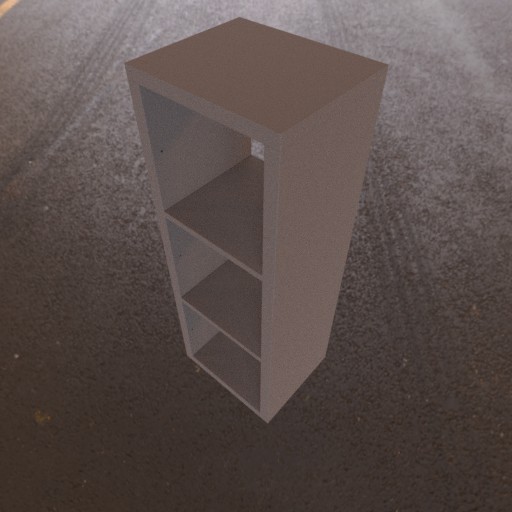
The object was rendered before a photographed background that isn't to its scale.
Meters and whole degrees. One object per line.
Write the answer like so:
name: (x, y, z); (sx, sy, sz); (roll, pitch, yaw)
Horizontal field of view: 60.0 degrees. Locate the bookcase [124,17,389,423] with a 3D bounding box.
bookcase: (0.000, 0.000, 1.246); (0.390, 1.080, 0.330); (32, 55, 27)
